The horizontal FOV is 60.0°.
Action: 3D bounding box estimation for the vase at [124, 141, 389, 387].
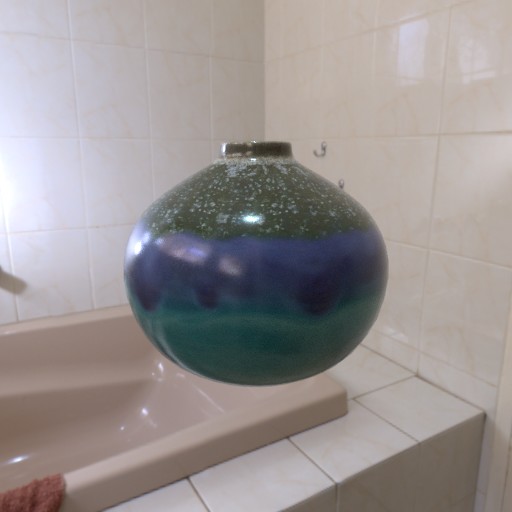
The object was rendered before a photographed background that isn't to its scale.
[{"bbox_3d":[0.000,0.000,0.266,0.154,0.133,0.154,0,13,0],"label":"vase"}]
